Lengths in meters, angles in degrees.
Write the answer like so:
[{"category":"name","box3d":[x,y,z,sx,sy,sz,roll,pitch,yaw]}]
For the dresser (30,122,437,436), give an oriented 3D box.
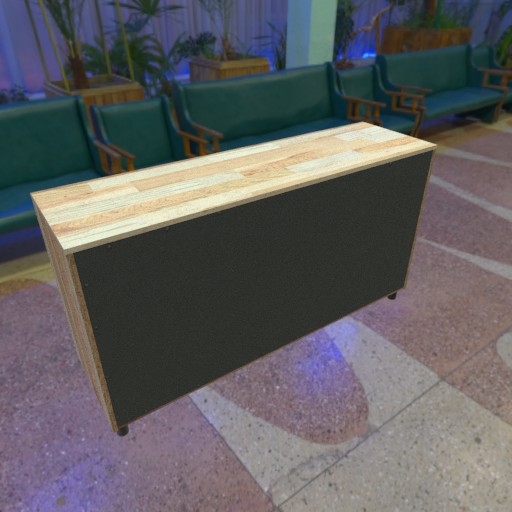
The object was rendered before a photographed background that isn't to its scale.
[{"category":"dresser","box3d":[0.000,0.000,1.923,1.547,0.834,0.487,-20,37,-28]}]
